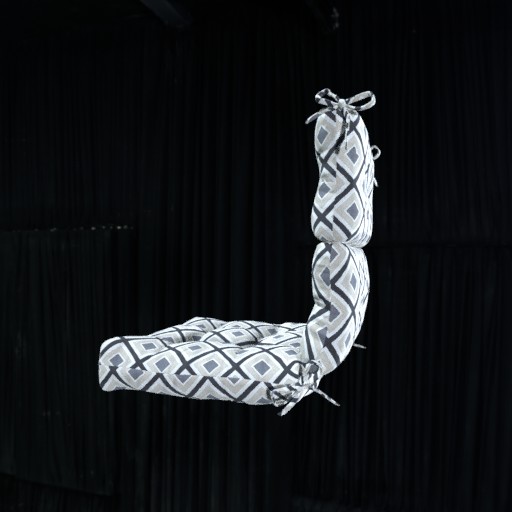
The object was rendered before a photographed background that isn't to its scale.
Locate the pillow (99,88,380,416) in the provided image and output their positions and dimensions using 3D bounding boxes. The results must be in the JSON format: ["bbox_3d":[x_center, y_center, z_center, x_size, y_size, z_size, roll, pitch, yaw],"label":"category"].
[{"bbox_3d":[0.000,0.000,1.062,0.571,0.605,0.519,0,0,17],"label":"pillow"}]
